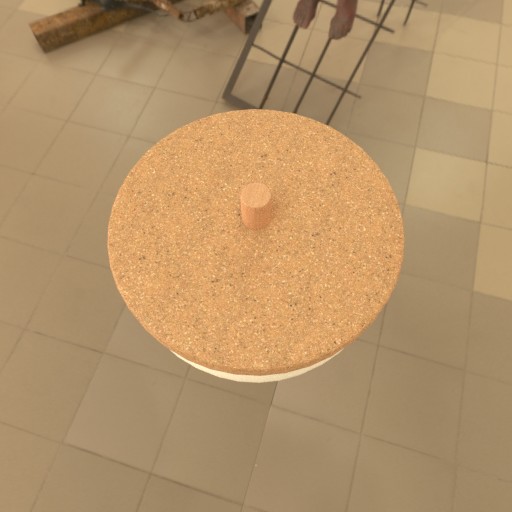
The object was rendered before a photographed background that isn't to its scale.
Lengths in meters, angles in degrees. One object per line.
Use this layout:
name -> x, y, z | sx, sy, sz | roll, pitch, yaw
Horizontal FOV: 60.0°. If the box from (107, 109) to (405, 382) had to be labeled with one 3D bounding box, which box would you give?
box -> 0.000, 0.000, 0.187 | 0.107, 0.094, 0.107 | 0, 65, 0
